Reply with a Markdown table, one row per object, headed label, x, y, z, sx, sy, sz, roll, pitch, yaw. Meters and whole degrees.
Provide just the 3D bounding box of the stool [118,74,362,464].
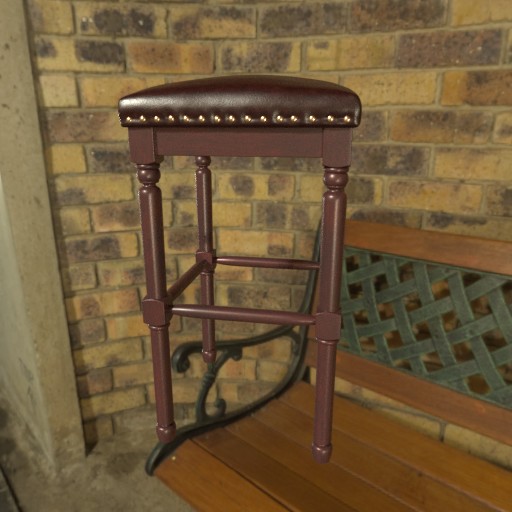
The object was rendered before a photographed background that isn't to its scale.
| label | x | y | z | sx | sy | sz | roll | pitch | yaw |
| --- | --- | --- | --- | --- | --- | --- | --- | --- | --- |
| stool | 0.000 | 0.000 | 0.930 | 0.382 | 0.702 | 0.383 | 3 | 17 | 10 |
